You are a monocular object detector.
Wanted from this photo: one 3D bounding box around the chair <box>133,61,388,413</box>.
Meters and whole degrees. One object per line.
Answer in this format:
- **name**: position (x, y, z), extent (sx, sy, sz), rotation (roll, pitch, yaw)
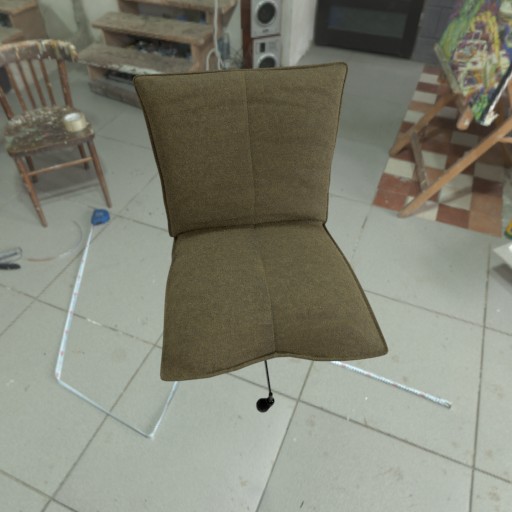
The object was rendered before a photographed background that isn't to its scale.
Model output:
- **chair**: position (0.000, 0.000, 1.274), extent (0.597, 0.811, 0.696), rotation (-5, 46, -5)
